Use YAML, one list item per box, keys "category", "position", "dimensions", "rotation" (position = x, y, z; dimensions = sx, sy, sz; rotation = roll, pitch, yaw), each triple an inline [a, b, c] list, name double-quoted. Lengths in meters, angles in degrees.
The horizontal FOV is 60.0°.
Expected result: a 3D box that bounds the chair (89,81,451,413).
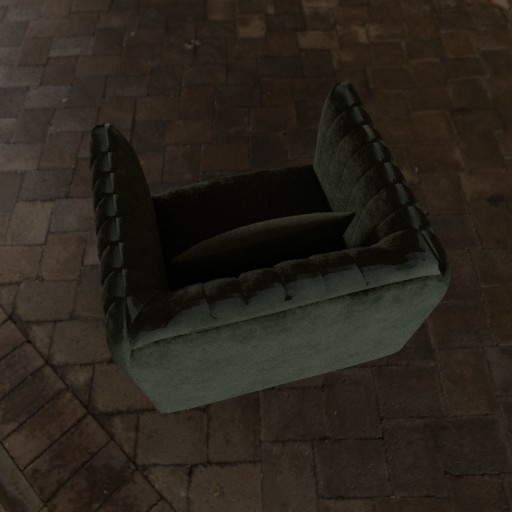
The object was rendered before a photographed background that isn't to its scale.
- category: "chair"
  position: [0.000, 0.000, 1.676]
  dimensions: [1.032, 0.794, 0.877]
  rotation: [-13, 60, -7]
